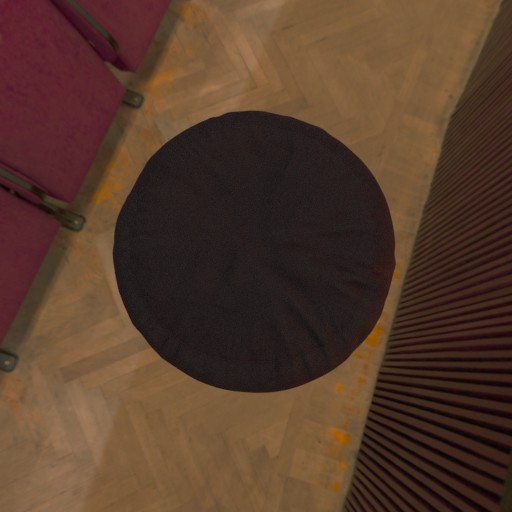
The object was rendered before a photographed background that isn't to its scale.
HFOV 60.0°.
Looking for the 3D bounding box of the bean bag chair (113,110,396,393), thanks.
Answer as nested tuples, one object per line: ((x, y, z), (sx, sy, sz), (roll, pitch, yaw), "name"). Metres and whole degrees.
((0.000, 0.000, 2.074), (1.219, 0.762, 1.219), (0, 76, 0), "bean bag chair")
